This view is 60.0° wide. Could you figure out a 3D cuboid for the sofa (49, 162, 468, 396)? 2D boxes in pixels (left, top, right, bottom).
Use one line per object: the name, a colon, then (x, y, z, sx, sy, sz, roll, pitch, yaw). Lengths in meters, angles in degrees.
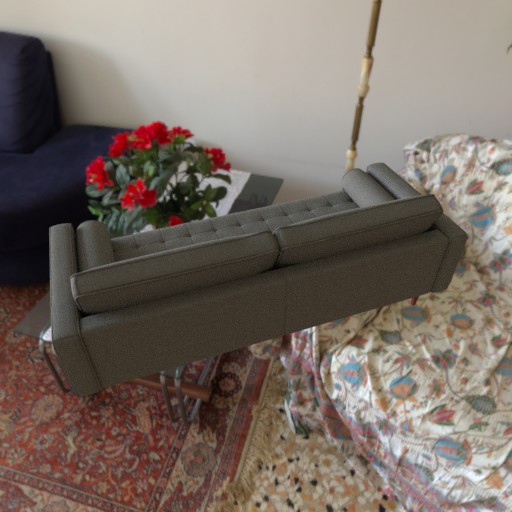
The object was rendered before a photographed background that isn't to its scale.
sofa: (0.000, 0.000, 2.611, 2.198, 0.762, 0.914, -13, 42, -15)
